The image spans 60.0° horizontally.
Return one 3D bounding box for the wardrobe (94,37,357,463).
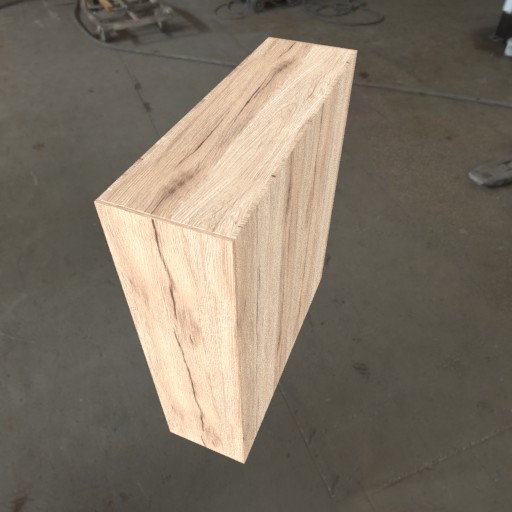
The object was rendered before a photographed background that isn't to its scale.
[{"bbox_3d":[0.000,0.000,2.909,0.580,2.070,1.810,16,48,15],"label":"wardrobe"}]
